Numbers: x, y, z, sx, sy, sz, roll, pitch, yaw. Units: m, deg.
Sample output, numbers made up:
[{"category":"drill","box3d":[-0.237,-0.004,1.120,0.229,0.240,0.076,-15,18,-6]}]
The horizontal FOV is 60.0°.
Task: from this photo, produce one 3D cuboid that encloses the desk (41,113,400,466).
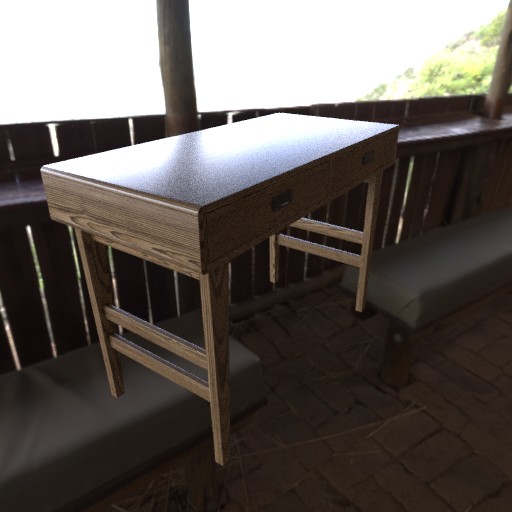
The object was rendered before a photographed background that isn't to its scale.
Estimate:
[{"category":"desk","box3d":[0.000,0.000,1.481,0.508,0.755,1.067,17,31,31]}]
